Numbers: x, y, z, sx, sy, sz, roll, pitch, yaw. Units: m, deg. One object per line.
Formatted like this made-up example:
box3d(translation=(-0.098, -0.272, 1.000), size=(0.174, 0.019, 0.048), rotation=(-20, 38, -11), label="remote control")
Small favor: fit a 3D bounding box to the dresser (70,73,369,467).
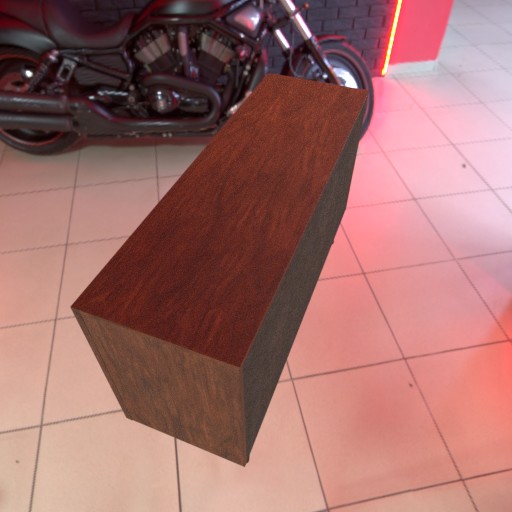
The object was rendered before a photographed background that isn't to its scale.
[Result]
box3d(translation=(0.000, 0.000, 1.888), size=(0.500, 0.889, 1.472), rotation=(16, 49, 15), label="dresser")
